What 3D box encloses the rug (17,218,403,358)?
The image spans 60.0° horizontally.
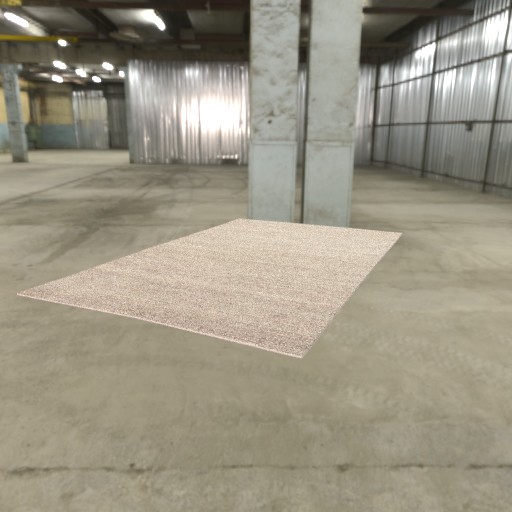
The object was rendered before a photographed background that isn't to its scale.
[{"bbox_3d":[0.000,0.000,2.216,1.154,0.021,1.792,7,17,25],"label":"rug"}]
